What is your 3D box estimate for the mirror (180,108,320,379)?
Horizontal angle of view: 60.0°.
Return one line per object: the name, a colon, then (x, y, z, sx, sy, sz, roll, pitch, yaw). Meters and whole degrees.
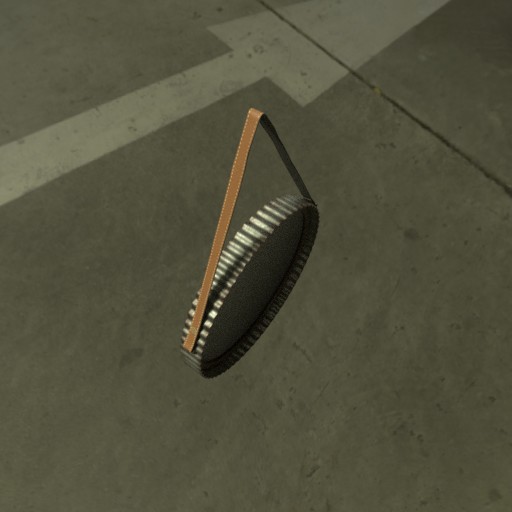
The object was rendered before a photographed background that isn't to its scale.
mirror: (0.000, 0.000, 0.704, 0.042, 0.568, 0.355, 32, 63, 18)
